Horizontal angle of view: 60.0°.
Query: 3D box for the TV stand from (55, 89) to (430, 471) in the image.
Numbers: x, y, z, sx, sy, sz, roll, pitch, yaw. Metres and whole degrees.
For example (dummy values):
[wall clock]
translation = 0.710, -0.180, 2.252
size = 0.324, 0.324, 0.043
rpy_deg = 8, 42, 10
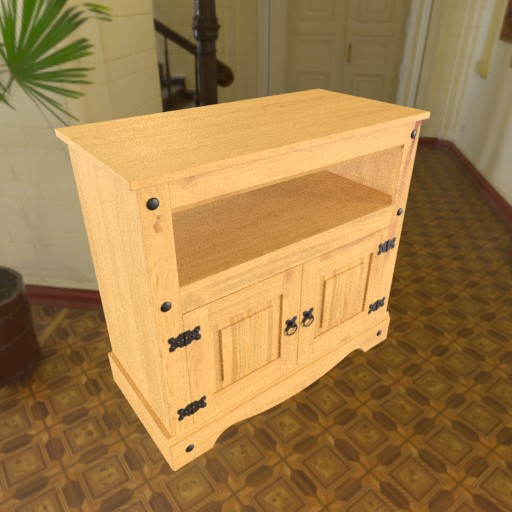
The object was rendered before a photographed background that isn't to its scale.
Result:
[TV stand]
translation = 0.000, 0.000, 1.305
size = 0.851, 0.787, 0.430
rpy_deg = -21, 36, -31
